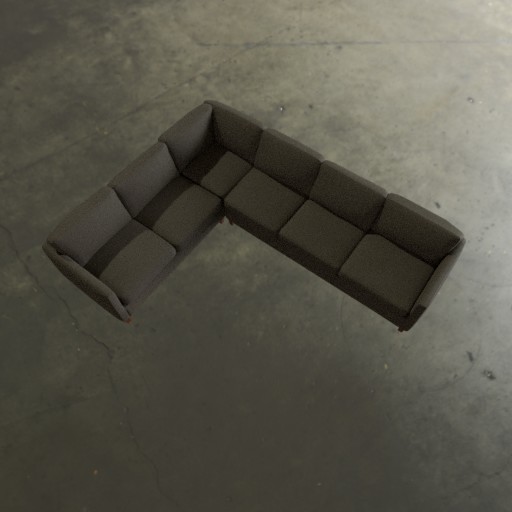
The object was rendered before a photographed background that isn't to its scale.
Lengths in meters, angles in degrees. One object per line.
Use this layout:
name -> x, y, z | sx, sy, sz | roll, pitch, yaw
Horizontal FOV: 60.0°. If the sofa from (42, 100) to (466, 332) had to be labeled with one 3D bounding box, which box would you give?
sofa -> 0.000, 0.000, 4.483 | 3.302, 0.947, 2.593 | 33, 65, 17
